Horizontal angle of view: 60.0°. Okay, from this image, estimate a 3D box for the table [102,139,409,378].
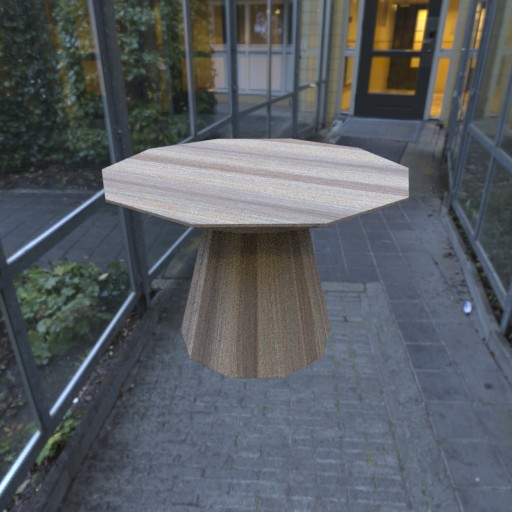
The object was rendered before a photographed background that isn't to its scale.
[{"bbox_3d":[0.000,0.000,1.881,1.186,0.752,1.186,0,26,0],"label":"table"}]
